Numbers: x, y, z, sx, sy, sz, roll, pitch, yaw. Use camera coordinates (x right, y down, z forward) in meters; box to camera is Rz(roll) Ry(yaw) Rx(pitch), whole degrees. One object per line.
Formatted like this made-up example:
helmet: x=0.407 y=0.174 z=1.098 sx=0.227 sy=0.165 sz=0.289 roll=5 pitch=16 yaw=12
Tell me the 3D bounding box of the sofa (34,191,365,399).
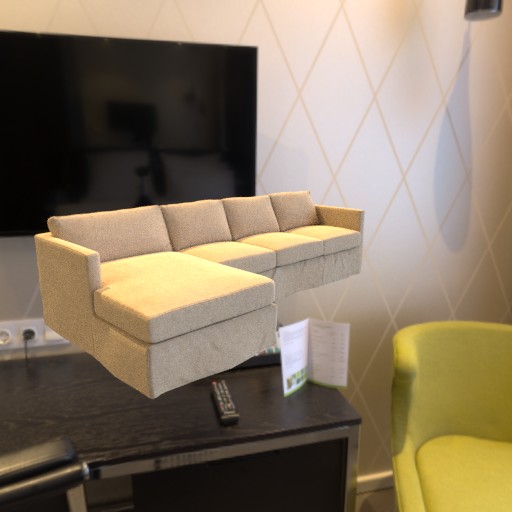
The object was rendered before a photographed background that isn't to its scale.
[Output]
sofa: x=0.000 y=0.000 z=3.942 sx=3.205 sy=0.922 sz=1.650 roll=-13 pitch=18 yaw=-43
